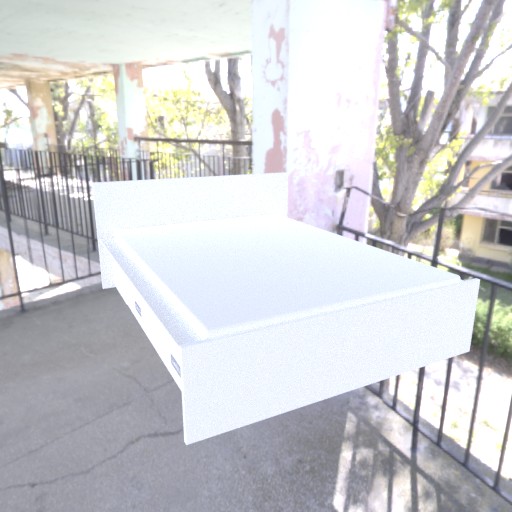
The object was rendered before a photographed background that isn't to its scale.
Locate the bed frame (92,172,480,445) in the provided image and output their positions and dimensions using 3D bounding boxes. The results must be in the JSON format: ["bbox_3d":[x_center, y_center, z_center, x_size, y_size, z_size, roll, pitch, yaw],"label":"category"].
[{"bbox_3d":[0.000,0.000,2.796,1.622,0.800,1.960,-8,18,-26],"label":"bed frame"}]
